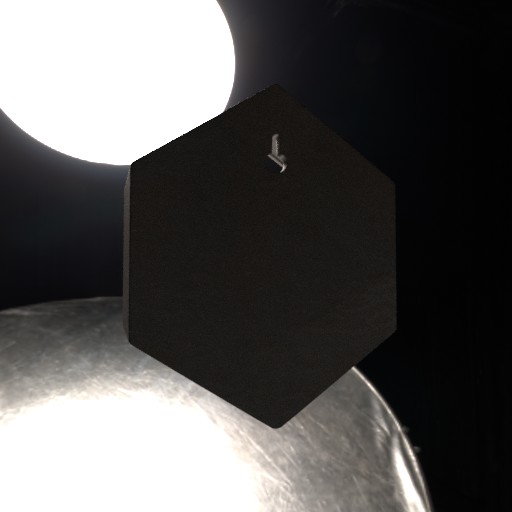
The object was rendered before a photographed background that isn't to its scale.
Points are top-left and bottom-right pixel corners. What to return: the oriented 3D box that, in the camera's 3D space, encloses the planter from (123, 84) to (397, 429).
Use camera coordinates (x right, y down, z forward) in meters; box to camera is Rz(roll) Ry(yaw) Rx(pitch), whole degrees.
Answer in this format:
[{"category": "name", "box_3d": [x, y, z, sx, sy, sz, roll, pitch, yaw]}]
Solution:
[{"category": "planter", "box_3d": [0.000, 0.000, 0.300, 0.169, 0.206, 0.077, 1, -2, -19]}]
